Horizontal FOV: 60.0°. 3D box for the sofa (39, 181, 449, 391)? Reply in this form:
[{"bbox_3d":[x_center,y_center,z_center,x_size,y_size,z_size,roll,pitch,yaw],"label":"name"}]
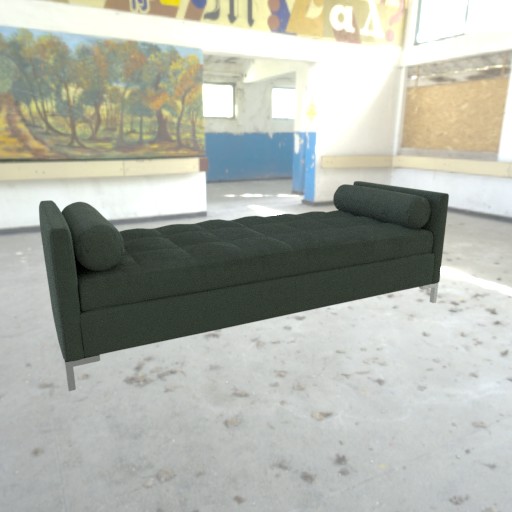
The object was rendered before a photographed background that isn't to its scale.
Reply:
[{"bbox_3d":[0.000,0.000,2.458,2.102,0.657,0.797,-8,17,-26],"label":"sofa"}]
